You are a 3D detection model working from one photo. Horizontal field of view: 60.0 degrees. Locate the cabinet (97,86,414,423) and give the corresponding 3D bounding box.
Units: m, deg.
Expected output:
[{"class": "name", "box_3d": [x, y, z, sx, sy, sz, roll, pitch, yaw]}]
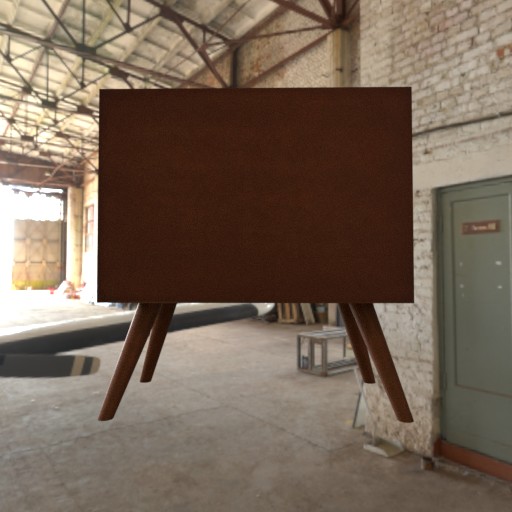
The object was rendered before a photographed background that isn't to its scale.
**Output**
[{"class": "cabinet", "box_3d": [0.000, 0.000, 1.184, 0.712, 0.748, 0.388, 0, -2, 1]}]
